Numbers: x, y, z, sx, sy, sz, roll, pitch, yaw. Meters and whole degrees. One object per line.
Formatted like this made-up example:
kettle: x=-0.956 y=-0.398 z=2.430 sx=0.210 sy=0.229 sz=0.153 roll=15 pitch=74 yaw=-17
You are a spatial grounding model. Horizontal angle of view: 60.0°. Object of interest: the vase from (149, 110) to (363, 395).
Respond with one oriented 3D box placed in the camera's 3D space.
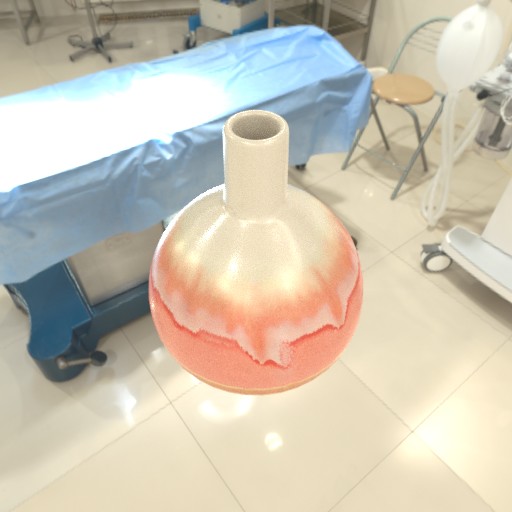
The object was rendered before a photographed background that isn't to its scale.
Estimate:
vase: x=0.000 y=0.000 z=0.267 sx=0.137 sy=0.176 sz=0.137 roll=0 pitch=47 yaw=0
